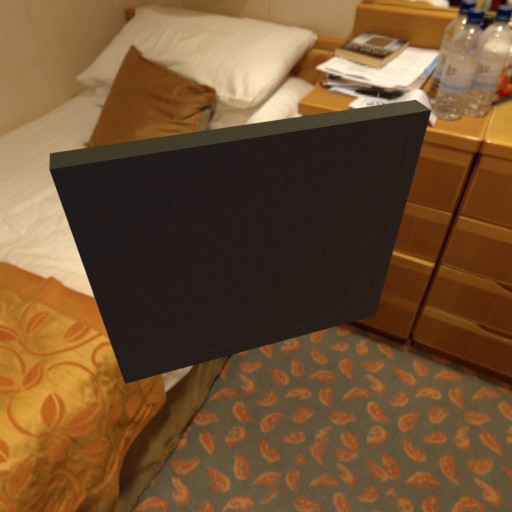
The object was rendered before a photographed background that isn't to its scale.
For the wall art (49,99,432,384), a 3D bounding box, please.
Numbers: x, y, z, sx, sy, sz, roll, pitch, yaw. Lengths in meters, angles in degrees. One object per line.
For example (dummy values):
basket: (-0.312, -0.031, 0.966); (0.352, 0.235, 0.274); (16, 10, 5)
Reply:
wall art: (0.000, 0.000, 0.543); (0.381, 0.330, 0.029); (-12, 43, -14)
